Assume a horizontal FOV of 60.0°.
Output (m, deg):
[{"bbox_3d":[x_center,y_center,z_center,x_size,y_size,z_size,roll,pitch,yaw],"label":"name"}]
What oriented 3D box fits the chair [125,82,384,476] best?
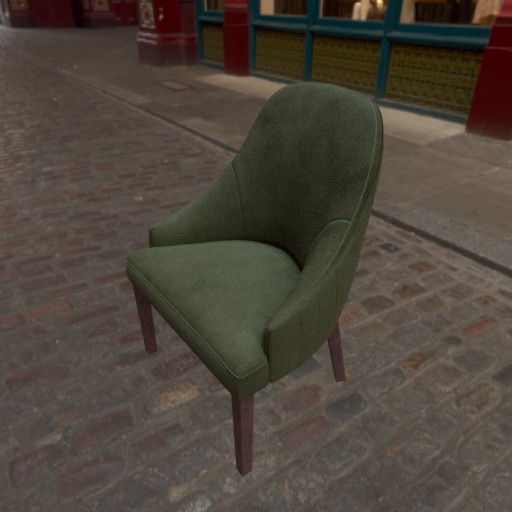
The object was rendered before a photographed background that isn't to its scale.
[{"bbox_3d":[0.000,0.000,1.291,0.575,0.889,0.643,-21,37,-31],"label":"chair"}]
